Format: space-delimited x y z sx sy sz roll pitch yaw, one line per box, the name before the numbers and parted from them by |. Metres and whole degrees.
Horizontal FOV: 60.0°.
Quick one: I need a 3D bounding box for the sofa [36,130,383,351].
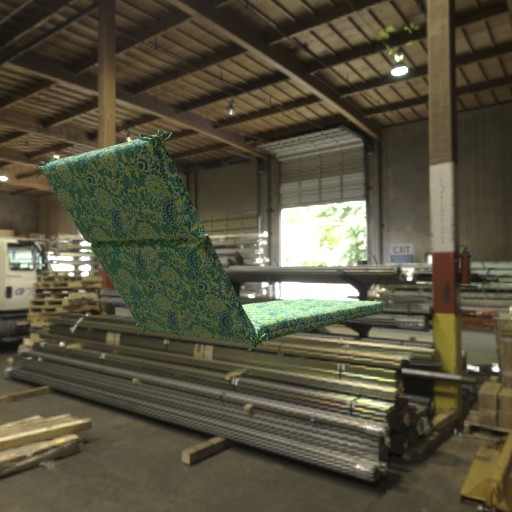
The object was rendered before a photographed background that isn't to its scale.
sofa | 0.000 0.000 1.899 0.582 0.622 1.663 -1 -2 36
